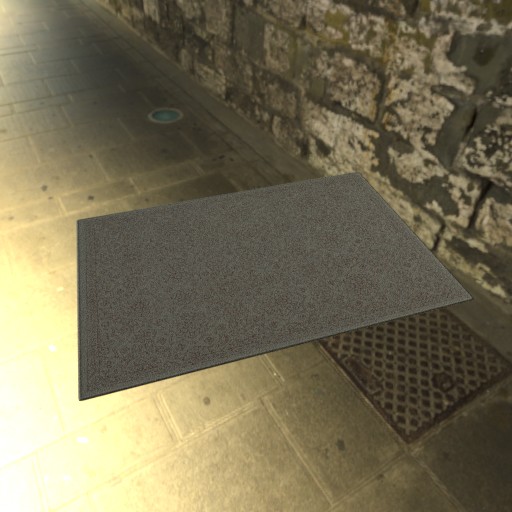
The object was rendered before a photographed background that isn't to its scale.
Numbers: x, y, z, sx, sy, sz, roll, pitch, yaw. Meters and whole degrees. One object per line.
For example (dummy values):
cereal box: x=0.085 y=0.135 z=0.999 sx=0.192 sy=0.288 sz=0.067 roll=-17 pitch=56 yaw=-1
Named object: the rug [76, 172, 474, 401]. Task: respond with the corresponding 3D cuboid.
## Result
rug: x=0.000 y=0.000 z=2.365 sx=1.829 sy=0.010 sz=1.219 roll=-12 pitch=43 yaw=-13
